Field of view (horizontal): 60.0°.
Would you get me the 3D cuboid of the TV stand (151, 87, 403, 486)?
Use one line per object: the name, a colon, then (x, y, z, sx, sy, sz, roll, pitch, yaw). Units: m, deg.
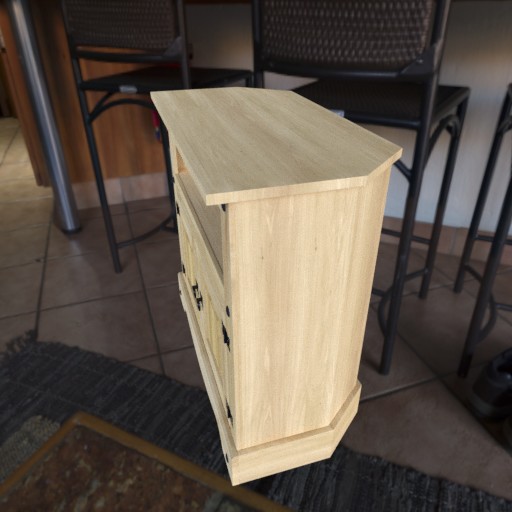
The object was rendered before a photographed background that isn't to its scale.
TV stand: (0.000, 0.000, 1.287, 0.425, 0.781, 0.851, -9, 32, -15)
